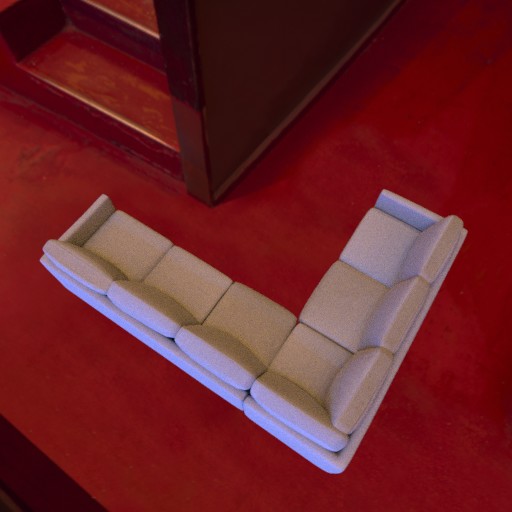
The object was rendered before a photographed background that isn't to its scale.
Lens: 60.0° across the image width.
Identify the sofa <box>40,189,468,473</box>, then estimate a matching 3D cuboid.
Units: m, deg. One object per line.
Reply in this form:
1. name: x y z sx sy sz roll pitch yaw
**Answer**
1. sofa: 0.000 0.000 4.444 3.301 0.947 2.592 31 67 14
